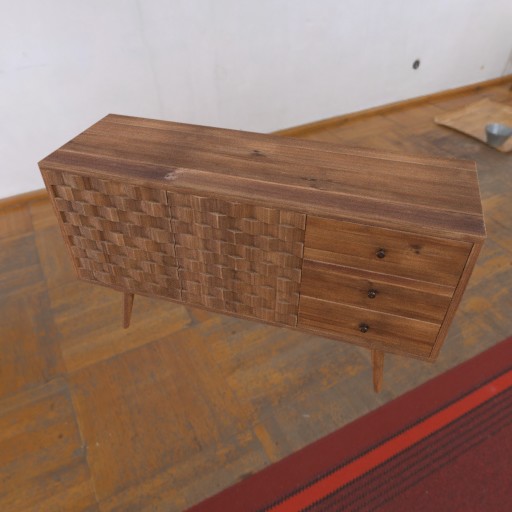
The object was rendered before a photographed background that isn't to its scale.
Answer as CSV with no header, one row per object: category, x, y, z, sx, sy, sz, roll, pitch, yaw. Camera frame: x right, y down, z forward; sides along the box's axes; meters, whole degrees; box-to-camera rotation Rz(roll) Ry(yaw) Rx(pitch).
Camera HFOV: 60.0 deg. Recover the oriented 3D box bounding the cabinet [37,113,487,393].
cabinet,0.000,0.000,1.731,1.400,0.800,0.472,11,41,13
